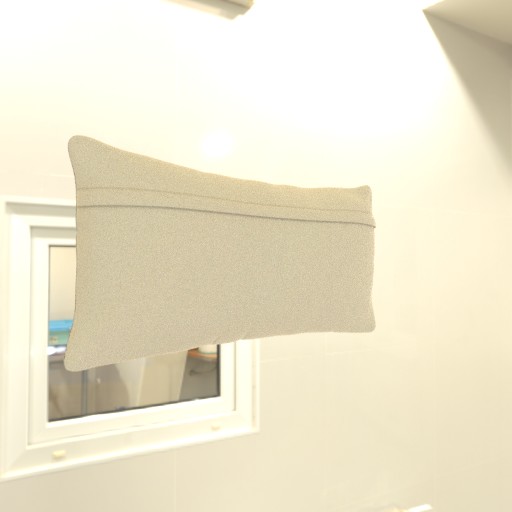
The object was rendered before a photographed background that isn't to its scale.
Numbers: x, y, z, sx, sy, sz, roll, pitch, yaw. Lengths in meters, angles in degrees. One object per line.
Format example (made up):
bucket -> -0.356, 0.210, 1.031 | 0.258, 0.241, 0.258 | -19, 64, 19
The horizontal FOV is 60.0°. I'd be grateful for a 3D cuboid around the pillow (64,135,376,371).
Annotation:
pillow -> 0.000, 0.000, 0.745 | 0.604, 0.307, 0.148 | 1, -2, -36
